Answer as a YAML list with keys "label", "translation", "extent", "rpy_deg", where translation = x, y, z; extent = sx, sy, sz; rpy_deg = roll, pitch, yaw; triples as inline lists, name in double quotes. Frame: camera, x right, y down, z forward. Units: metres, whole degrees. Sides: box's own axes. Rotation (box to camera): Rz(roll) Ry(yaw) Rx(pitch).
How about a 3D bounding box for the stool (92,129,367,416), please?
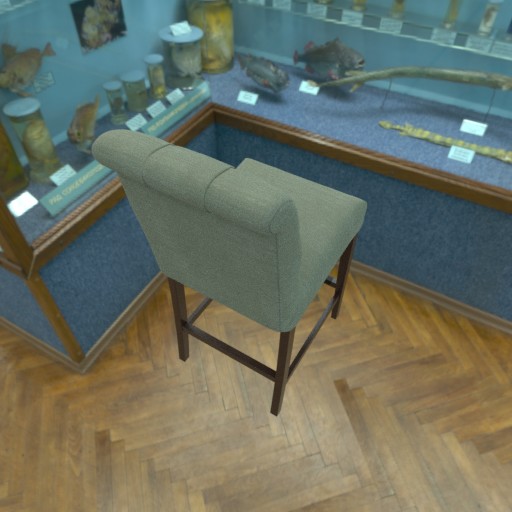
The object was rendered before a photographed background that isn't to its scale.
- label: "stool"
  translation: [0.000, 0.000, 1.447]
  extent: [0.486, 1.084, 0.660]
  rpy_deg: [25, 52, 21]
